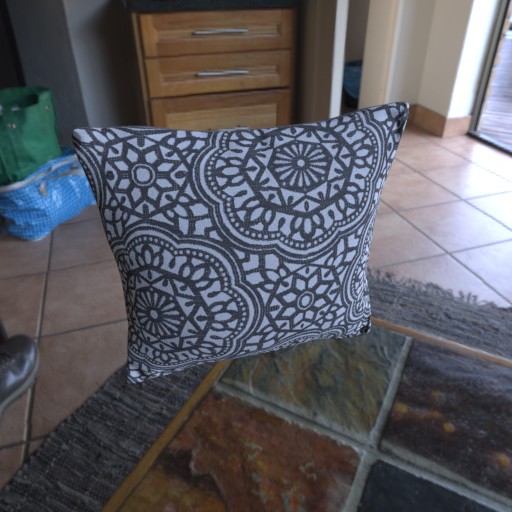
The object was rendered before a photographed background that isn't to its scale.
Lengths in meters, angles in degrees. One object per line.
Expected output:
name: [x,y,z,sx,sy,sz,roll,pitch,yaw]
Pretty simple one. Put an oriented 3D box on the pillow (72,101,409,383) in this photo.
pillow: [0.000,0.000,0.656,0.436,0.417,0.148,-9,34,-14]
